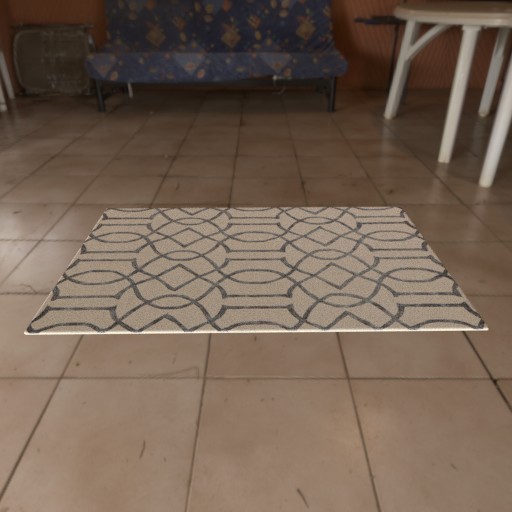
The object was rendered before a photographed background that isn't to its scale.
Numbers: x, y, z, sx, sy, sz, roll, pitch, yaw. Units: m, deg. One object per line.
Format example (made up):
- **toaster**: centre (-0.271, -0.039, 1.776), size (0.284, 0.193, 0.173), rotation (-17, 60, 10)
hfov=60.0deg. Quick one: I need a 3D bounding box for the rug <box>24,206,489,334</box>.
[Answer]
- **rug**: centre (0.000, 0.000, 2.902), size (2.365, 0.017, 1.521), rotation (0, 30, -1)
